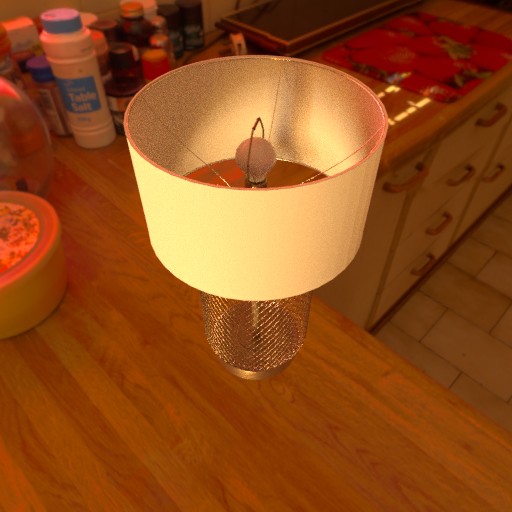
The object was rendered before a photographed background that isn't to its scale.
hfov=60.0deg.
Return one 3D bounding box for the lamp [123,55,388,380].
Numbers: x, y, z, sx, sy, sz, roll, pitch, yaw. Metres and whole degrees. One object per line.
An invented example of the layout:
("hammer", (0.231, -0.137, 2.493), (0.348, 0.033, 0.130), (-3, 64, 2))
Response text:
("lamp", (0.000, 0.000, 0.810), (0.353, 0.578, 0.353), (0, 47, 0))
